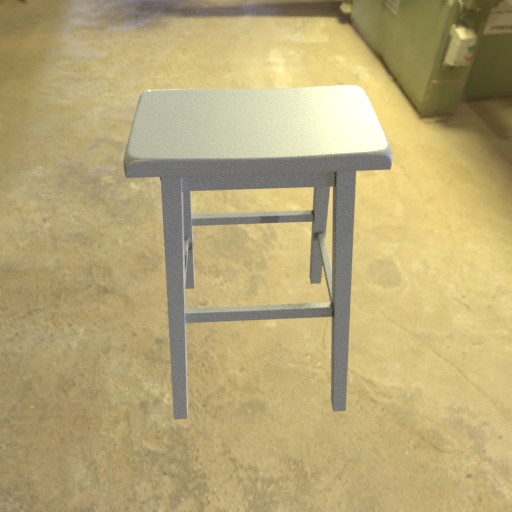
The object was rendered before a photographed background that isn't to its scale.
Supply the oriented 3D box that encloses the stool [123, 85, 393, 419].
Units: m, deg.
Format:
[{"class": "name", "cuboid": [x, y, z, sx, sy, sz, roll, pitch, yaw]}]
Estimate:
[{"class": "stool", "cuboid": [0.000, 0.000, 1.071, 0.457, 0.737, 0.476, -2, 47, -2]}]
